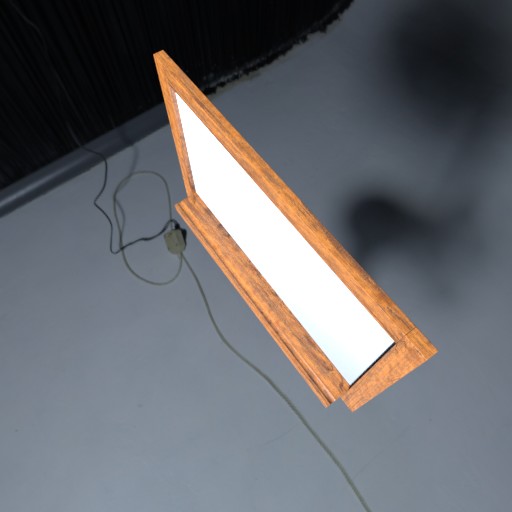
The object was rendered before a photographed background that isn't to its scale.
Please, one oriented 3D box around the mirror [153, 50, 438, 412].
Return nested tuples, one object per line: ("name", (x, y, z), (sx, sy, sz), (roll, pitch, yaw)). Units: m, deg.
("mirror", (0.000, 0.000, 0.986), (0.084, 0.537, 0.758), (-33, 68, -15))
